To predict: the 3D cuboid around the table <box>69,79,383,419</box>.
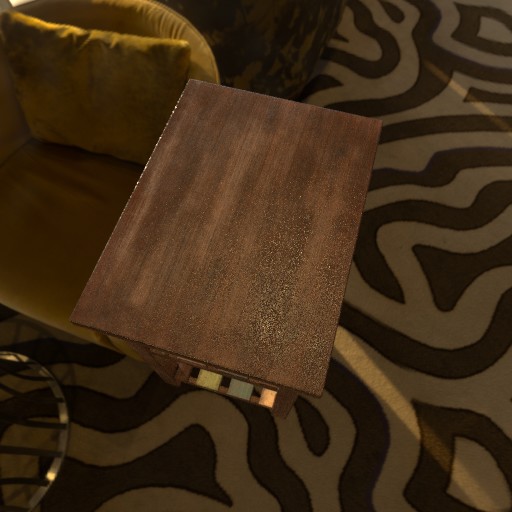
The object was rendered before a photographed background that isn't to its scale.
[{"bbox_3d":[0.000,0.000,0.975,0.356,0.584,0.609,15,65,7],"label":"table"}]
